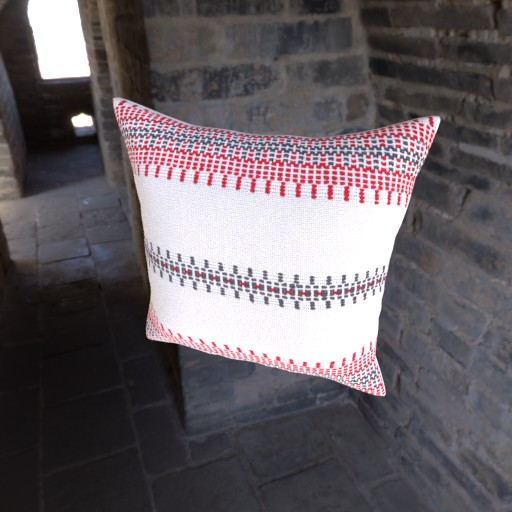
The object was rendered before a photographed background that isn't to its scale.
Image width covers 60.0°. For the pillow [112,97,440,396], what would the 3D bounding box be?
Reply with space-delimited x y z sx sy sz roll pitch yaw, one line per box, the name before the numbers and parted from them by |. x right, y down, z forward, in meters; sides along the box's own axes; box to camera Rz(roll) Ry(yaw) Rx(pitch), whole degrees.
pillow | 0.000 0.000 0.699 0.463 0.454 0.160 10 30 17
